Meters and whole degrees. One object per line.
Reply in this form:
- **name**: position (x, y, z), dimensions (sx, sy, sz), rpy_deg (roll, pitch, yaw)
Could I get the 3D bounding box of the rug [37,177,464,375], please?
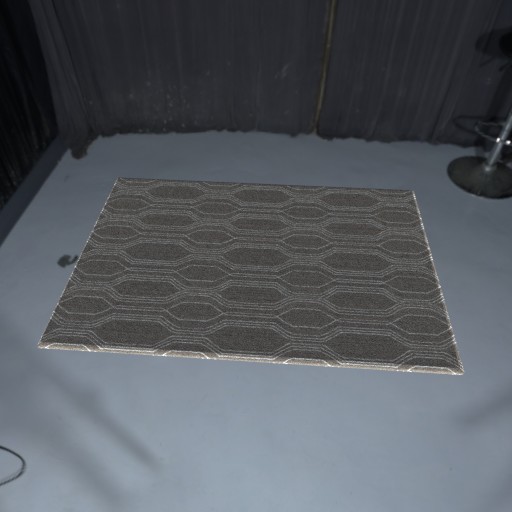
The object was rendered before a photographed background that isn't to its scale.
- **rug**: position (0.000, 0.000, 2.319), dimensions (1.836, 0.012, 1.239), rpy_deg (3, 46, 3)
